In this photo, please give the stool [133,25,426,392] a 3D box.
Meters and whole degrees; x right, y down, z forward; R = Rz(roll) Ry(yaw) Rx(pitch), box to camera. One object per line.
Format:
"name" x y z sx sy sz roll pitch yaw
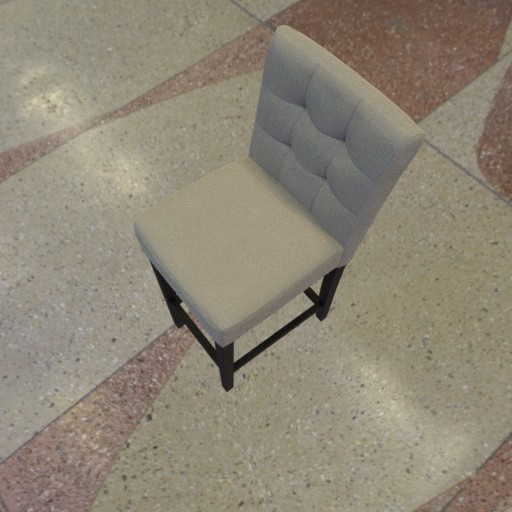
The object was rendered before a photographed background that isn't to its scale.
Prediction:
"stool" 0.000 0.000 1.288 0.548 1.047 0.411 -36 69 -16
